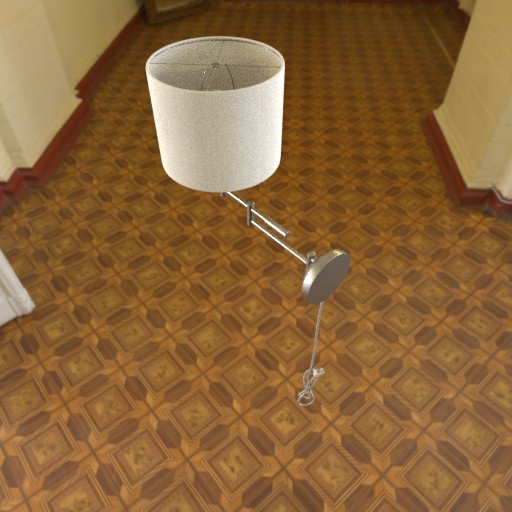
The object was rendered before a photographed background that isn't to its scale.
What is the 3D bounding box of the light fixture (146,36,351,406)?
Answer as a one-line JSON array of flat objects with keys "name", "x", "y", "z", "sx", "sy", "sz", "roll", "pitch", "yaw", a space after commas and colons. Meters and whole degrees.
[{"name": "light fixture", "x": 0.000, "y": 0.000, "z": 1.050, "sx": 0.253, "sy": 0.842, "sz": 0.479, "roll": -32, "pitch": 53, "yaw": -27}]
